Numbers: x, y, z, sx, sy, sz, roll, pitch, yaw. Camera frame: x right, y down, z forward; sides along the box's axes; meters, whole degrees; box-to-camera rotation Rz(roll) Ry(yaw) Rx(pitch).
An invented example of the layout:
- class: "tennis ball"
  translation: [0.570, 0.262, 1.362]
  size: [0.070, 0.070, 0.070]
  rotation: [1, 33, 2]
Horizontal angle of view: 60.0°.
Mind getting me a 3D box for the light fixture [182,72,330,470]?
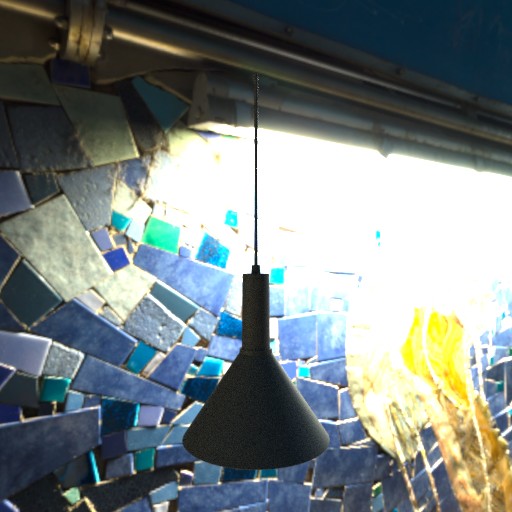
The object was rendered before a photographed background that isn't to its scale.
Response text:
- class: "light fixture"
  translation: [0.000, 0.000, 0.820]
  size: [0.267, 0.683, 0.267]
  rotation: [0, -1, -18]
